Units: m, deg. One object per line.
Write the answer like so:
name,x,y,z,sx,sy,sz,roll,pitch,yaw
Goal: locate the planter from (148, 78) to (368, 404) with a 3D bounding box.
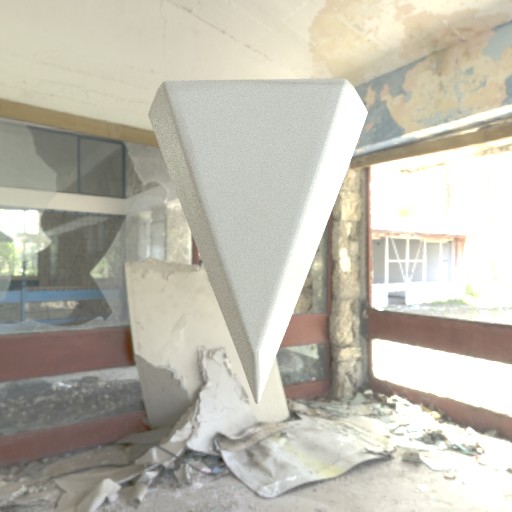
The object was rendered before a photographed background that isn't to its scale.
planter,0.000,0.000,0.276,0.150,0.197,0.060,0,-1,2
